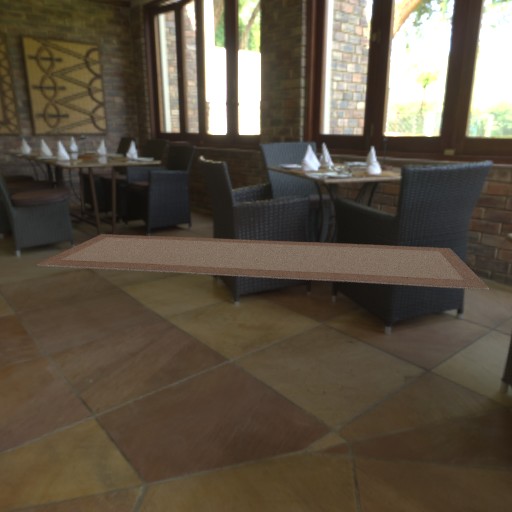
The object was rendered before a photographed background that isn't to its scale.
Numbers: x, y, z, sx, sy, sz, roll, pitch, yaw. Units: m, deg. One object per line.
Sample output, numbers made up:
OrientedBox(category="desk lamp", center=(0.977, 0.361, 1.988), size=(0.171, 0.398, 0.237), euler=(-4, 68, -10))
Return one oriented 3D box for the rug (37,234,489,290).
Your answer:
OrientedBox(category="rug", center=(0.000, 0.000, 2.710), size=(2.430, 0.012, 0.767), euler=(3, 16, 9))
